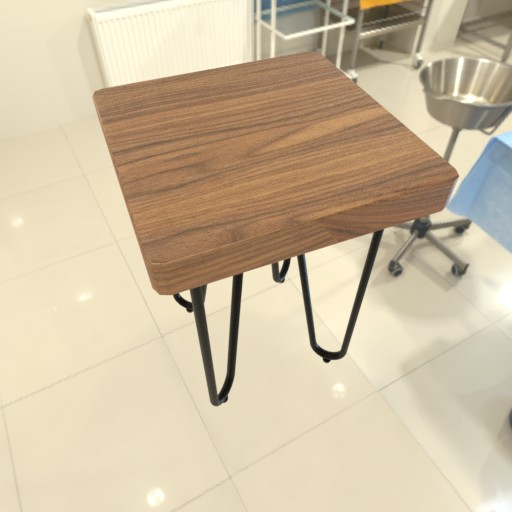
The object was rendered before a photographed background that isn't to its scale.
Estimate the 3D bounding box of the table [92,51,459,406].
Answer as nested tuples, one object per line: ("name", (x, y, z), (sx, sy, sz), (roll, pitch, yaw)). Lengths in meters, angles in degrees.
("table", (0.000, 0.000, 0.985), (0.480, 0.641, 0.479), (-17, 50, -15))
